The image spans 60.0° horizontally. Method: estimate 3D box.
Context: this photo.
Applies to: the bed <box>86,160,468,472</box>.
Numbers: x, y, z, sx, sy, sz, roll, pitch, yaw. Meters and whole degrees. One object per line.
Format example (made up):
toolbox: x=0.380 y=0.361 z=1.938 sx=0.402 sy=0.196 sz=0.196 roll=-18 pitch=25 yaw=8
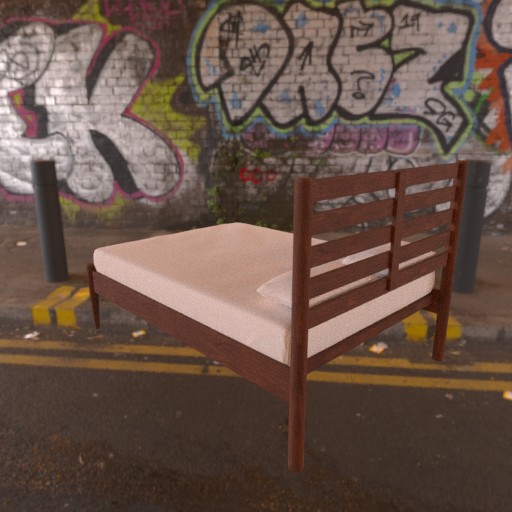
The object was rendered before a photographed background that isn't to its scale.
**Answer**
bed: x=0.000 y=0.000 z=3.023 sx=1.509 sy=1.304 sz=2.093 roll=-15 pitch=21 yaw=-42
